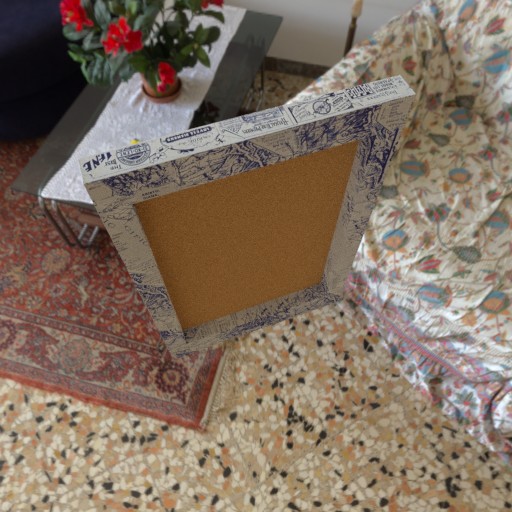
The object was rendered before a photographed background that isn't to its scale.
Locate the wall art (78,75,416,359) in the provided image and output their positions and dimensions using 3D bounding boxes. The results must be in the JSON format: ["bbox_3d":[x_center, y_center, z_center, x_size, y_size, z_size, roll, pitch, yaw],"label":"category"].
[{"bbox_3d":[0.000,0.000,0.776,0.408,0.601,0.040,-18,61,-10],"label":"wall art"}]
